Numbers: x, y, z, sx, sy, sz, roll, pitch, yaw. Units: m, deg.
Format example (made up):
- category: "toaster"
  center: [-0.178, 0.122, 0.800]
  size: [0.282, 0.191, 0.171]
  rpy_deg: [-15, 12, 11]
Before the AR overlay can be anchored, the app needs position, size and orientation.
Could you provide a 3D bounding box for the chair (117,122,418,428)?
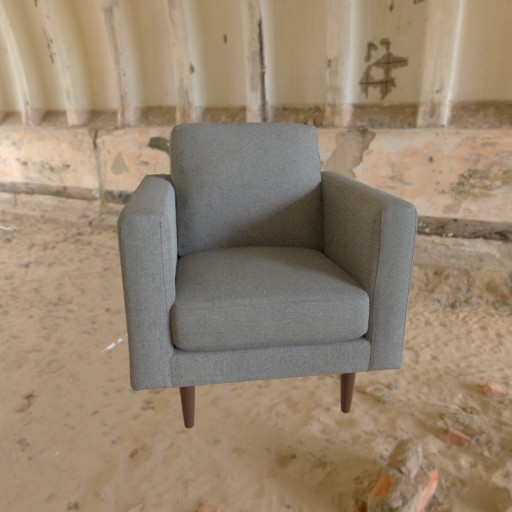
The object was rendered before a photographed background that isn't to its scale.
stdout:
- category: "chair"
  center: [0.000, 0.000, 1.618]
  size: [0.855, 0.927, 0.800]
  rpy_deg: [-3, 18, -8]
